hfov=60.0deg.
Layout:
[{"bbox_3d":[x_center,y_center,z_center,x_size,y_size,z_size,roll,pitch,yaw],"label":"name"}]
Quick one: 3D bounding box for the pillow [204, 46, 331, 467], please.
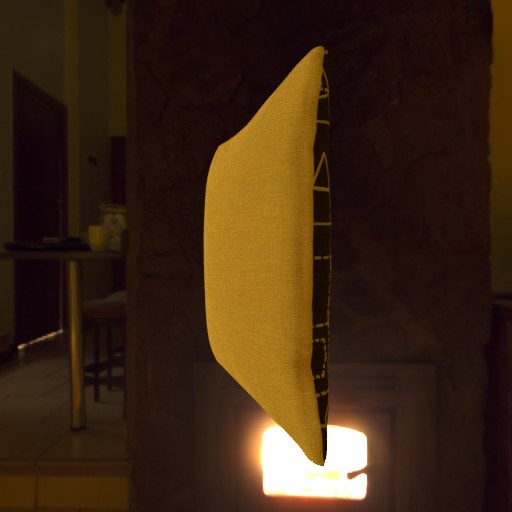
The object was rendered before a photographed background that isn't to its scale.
[{"bbox_3d":[0.000,0.000,0.776,0.158,0.508,0.517,0,0,-18],"label":"pillow"}]
